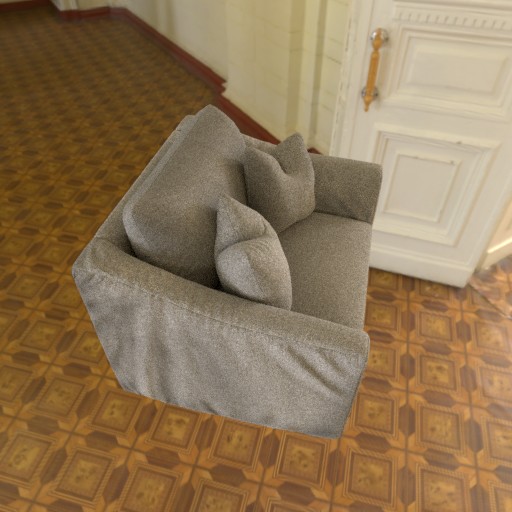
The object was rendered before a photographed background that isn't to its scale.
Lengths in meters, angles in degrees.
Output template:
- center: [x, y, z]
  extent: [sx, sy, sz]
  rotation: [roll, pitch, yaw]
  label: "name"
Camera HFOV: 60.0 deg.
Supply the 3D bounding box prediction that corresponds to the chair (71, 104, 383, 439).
- center: [0.000, 0.000, 2.092]
  extent: [1.071, 1.059, 1.194]
  rotation: [10, 45, 10]
  label: "chair"
